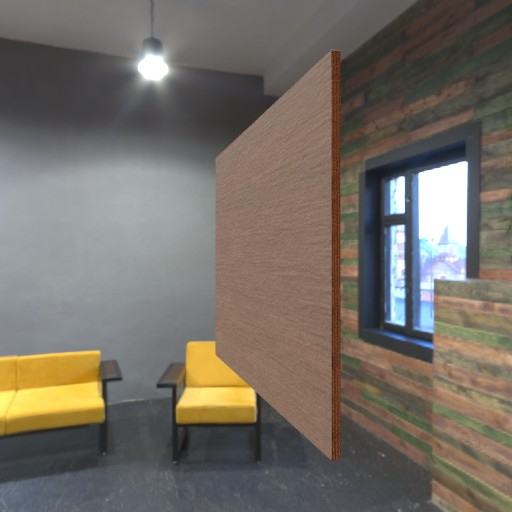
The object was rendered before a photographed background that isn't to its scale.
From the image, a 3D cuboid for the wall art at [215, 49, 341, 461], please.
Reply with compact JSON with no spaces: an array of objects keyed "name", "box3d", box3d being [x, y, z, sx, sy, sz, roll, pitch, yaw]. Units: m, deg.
[{"name":"wall art","box3d":[0.000,0.000,0.682,0.010,0.408,0.508,0,0,-18]}]
